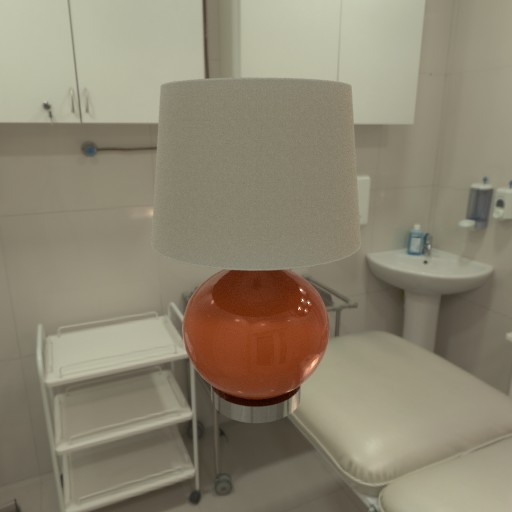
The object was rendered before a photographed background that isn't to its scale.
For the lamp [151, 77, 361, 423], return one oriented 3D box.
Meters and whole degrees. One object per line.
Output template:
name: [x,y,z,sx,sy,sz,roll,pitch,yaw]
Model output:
lamp: [0.000,0.000,0.540,0.247,0.387,0.247,0,16,0]
